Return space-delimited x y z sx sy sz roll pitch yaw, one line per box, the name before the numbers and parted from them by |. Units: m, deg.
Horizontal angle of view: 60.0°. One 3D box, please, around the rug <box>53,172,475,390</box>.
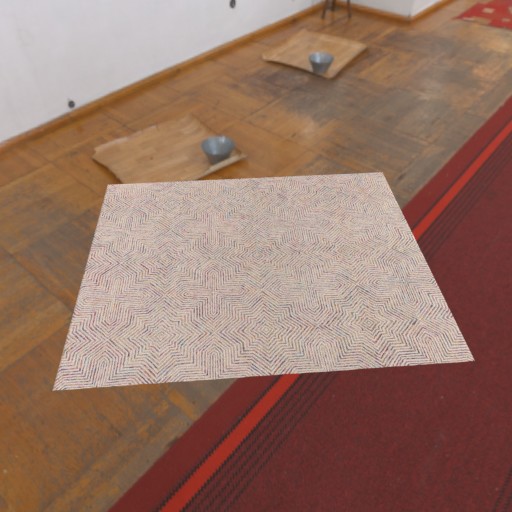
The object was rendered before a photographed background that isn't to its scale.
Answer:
rug | 0.000 0.000 4.048 3.046 0.008 2.442 -3 45 -3
